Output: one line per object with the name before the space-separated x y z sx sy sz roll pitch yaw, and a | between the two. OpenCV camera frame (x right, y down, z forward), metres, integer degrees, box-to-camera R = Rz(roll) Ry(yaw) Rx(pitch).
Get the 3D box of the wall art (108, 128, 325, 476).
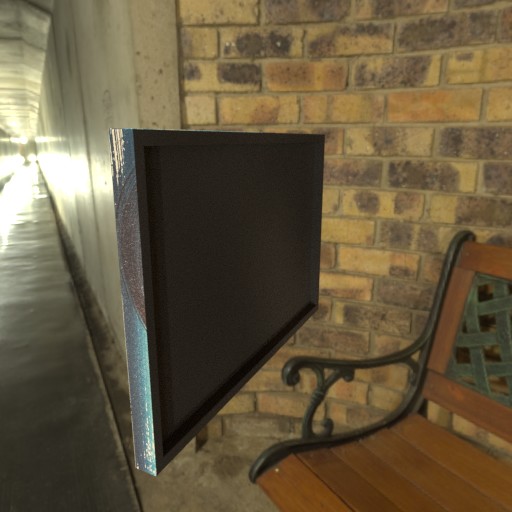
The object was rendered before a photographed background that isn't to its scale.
wall art | 0.000 0.000 0.756 0.033 0.406 0.609 7 16 25
